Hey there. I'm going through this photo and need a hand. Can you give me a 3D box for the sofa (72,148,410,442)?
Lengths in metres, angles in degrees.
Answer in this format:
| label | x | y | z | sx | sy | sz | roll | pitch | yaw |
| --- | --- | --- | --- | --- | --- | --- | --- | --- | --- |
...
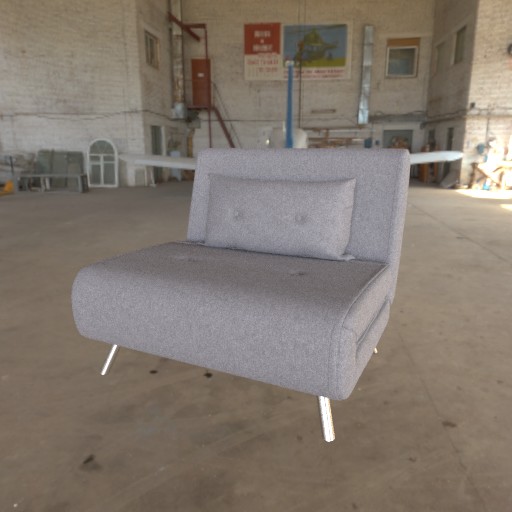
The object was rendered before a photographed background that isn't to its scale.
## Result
| label | x | y | z | sx | sy | sz | roll | pitch | yaw |
| --- | --- | --- | --- | --- | --- | --- | --- | --- | --- |
| sofa | 0.000 | 0.000 | 1.758 | 1.020 | 0.825 | 1.000 | 7 | 16 | 25 |
